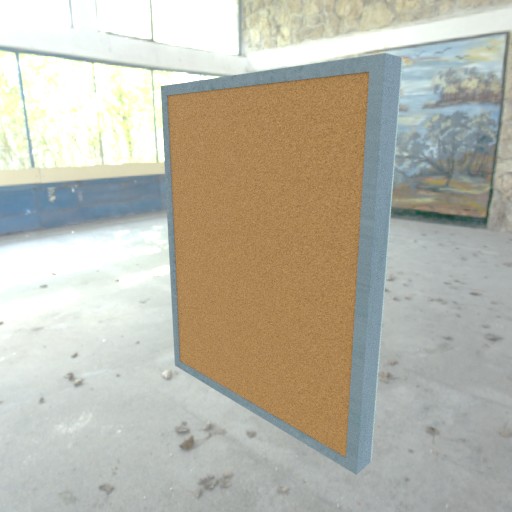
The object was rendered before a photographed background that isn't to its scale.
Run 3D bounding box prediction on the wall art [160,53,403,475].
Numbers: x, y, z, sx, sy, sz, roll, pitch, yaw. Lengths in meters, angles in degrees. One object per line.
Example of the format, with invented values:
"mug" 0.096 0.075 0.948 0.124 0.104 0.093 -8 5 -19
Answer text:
"wall art" 0.000 0.000 0.666 0.037 0.509 0.409 -14 20 -43
